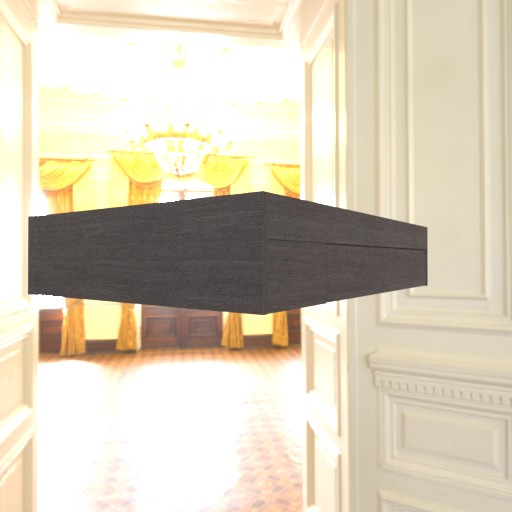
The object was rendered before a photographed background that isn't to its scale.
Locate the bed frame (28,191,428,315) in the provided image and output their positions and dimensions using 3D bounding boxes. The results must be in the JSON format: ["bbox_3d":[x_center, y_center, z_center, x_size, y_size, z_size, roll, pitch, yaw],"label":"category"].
[{"bbox_3d":[0.000,0.000,2.614,1.448,0.459,1.944,0,-1,36],"label":"bed frame"}]
